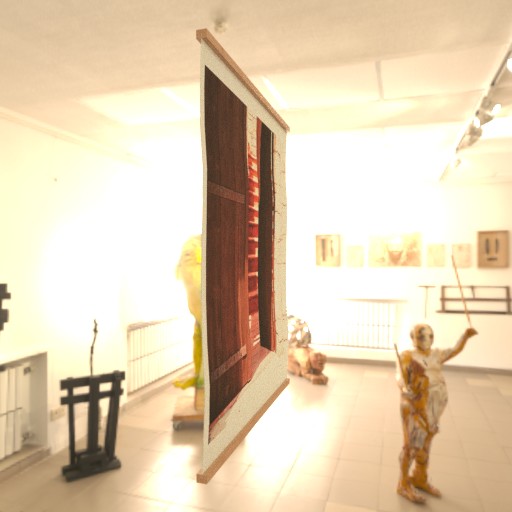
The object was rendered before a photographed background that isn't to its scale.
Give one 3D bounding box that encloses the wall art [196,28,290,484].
[{"bbox_3d":[0.000,0.000,0.689,0.013,0.508,0.406,0,0,17],"label":"wall art"}]
